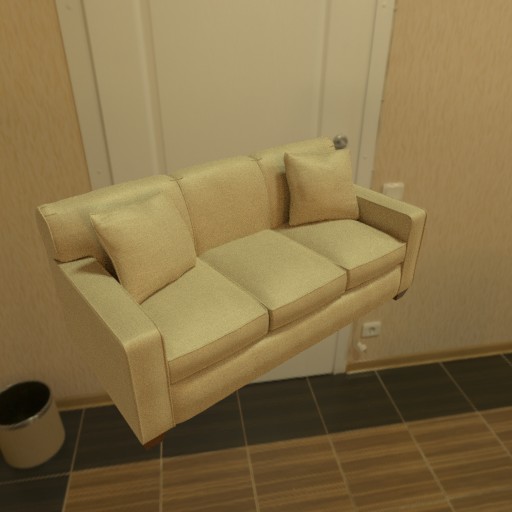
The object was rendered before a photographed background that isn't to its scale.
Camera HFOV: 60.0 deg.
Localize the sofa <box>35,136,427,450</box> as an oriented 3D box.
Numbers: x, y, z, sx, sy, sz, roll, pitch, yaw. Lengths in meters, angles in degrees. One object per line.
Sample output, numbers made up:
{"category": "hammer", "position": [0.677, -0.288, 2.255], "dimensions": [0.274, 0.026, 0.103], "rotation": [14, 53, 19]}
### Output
{"category": "sofa", "position": [0.000, 0.000, 2.587], "dimensions": [2.024, 0.958, 0.997], "rotation": [-22, 36, -33]}
